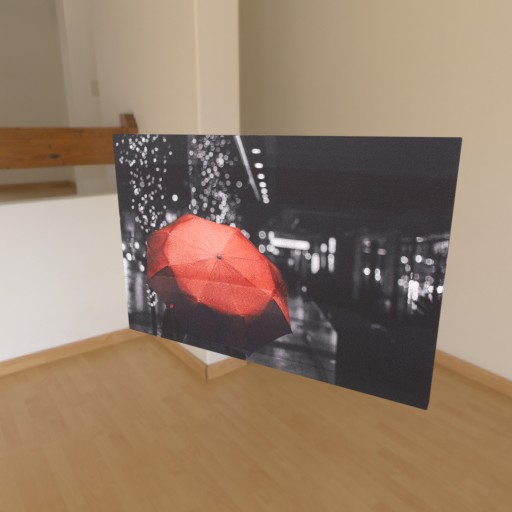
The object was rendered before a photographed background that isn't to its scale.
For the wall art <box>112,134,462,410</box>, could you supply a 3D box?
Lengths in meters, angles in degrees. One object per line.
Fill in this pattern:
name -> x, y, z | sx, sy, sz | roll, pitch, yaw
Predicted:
wall art -> 0.000, 0.000, 1.160 | 0.914, 0.609, 0.038 | 9, 18, 27
